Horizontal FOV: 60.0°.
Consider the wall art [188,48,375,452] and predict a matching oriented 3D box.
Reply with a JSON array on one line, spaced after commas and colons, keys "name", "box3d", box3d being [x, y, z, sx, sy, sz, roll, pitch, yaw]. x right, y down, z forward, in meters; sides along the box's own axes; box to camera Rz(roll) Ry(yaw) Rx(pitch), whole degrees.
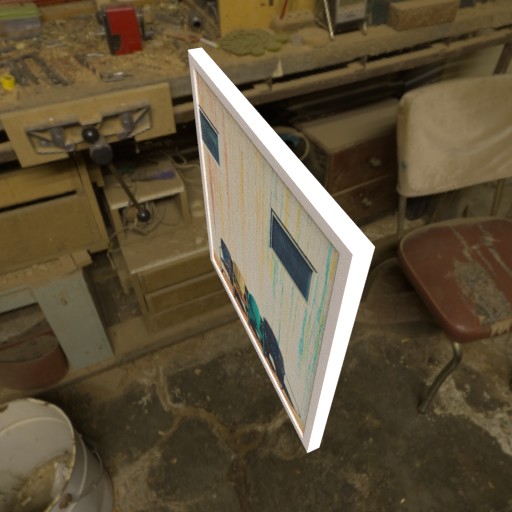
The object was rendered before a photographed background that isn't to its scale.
[{"name": "wall art", "box3d": [0.000, 0.000, 1.137, 0.036, 0.760, 0.760, -18, 49, -16]}]
